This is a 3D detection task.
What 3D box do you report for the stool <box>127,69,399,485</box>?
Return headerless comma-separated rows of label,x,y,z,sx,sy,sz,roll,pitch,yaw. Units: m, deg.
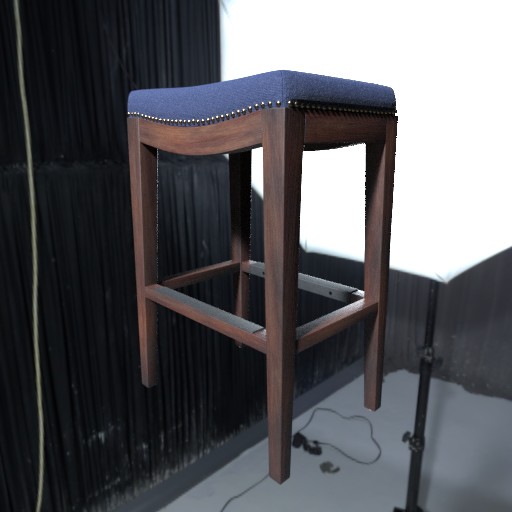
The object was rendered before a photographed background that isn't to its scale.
stool,0.000,0.000,1.029,0.358,0.740,0.498,-14,20,-42
